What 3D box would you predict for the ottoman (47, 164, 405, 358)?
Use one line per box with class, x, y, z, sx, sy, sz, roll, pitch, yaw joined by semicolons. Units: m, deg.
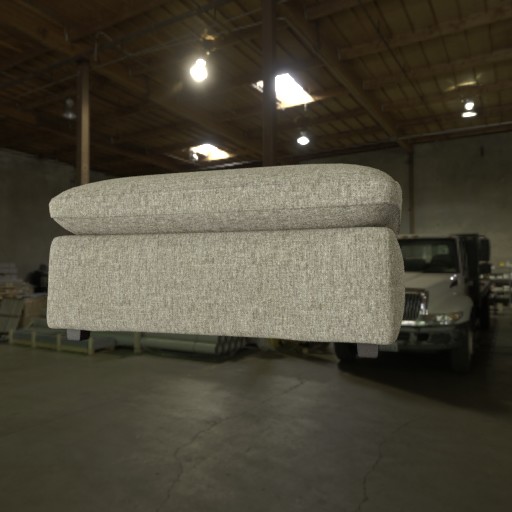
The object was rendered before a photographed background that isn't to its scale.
ottoman;0.000;0.000;1.630;1.035;0.526;1.039;-1;-2;18
